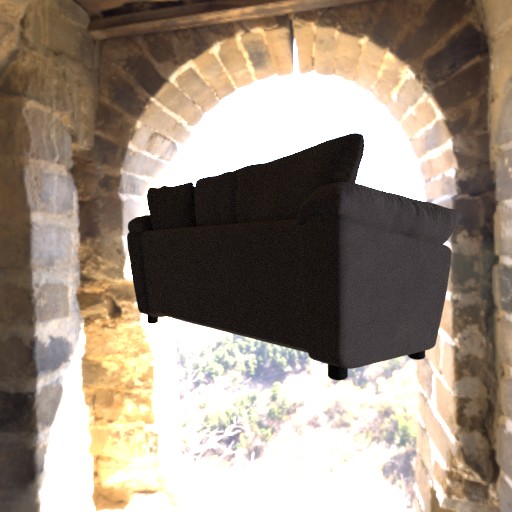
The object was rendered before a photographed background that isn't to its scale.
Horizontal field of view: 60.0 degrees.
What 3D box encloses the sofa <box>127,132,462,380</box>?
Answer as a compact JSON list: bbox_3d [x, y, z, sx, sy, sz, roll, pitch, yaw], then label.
[{"bbox_3d":[0.000,0.000,2.895,0.878,1.073,2.336,0,1,-38],"label":"sofa"}]
